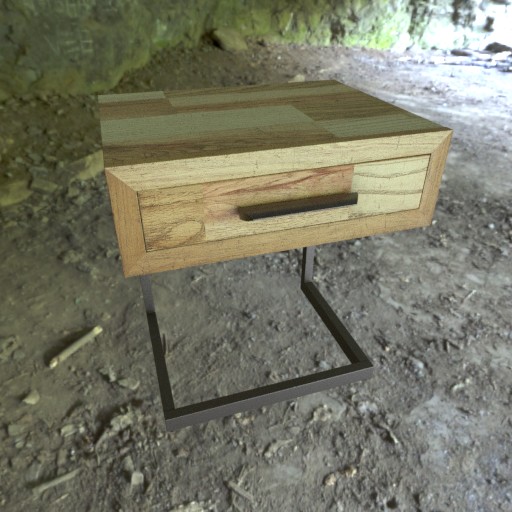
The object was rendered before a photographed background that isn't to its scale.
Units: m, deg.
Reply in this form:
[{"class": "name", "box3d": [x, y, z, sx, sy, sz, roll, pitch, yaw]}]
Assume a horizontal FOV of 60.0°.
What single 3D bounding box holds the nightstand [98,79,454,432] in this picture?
[{"class": "nightstand", "box3d": [0.000, 0.000, 0.994, 0.558, 0.632, 0.481, -10, 34, -15]}]
